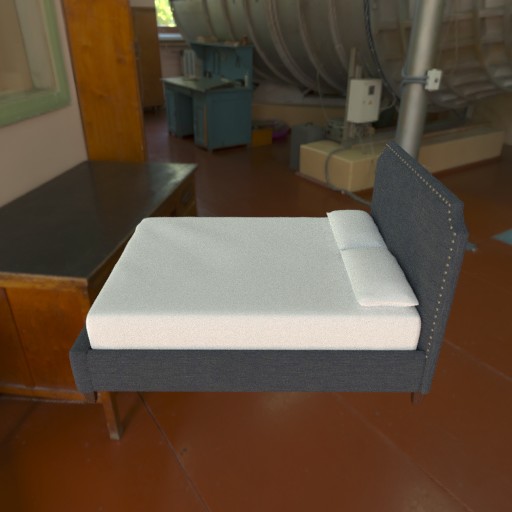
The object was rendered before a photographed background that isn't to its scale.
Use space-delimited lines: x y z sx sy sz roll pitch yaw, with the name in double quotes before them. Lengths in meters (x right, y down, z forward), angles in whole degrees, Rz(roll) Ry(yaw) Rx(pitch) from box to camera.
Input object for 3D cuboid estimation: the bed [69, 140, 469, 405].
"bed" 0.000 0.000 3.415 2.372 1.443 1.713 0 28 0
